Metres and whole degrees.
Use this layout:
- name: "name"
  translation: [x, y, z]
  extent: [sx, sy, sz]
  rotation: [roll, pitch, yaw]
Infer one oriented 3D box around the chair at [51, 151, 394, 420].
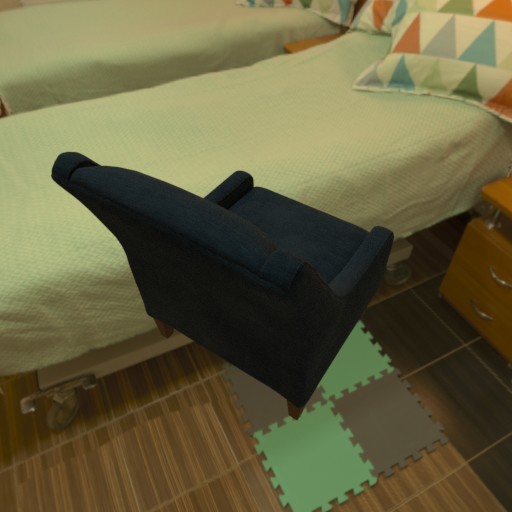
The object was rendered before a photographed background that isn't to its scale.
- name: "chair"
  translation: [0.000, 0.000, 1.614]
  extent: [0.774, 1.014, 0.870]
  rotation: [26, 51, 23]
